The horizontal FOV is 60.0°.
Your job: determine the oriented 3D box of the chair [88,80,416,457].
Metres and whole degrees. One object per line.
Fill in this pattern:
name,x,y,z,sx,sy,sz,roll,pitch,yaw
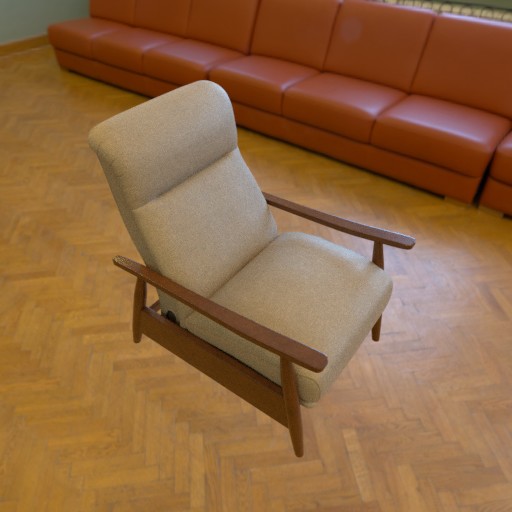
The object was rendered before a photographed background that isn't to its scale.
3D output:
chair,0.000,0.000,1.814,1.030,1.082,0.762,26,47,27
